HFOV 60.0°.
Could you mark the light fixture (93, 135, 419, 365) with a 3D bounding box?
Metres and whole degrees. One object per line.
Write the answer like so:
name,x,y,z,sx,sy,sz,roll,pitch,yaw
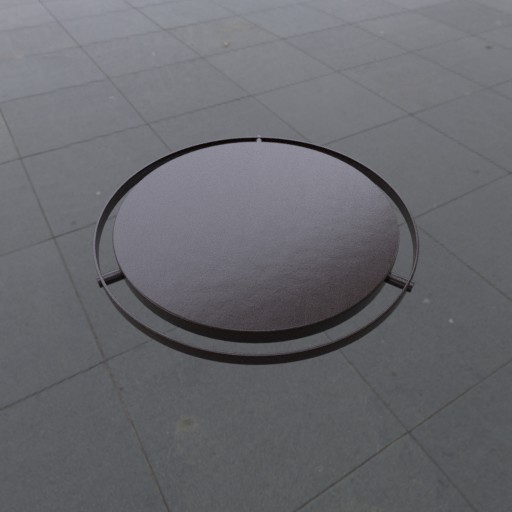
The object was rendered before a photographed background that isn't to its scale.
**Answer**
light fixture,0.000,0.000,0.548,0.361,0.130,0.361,0,45,0
